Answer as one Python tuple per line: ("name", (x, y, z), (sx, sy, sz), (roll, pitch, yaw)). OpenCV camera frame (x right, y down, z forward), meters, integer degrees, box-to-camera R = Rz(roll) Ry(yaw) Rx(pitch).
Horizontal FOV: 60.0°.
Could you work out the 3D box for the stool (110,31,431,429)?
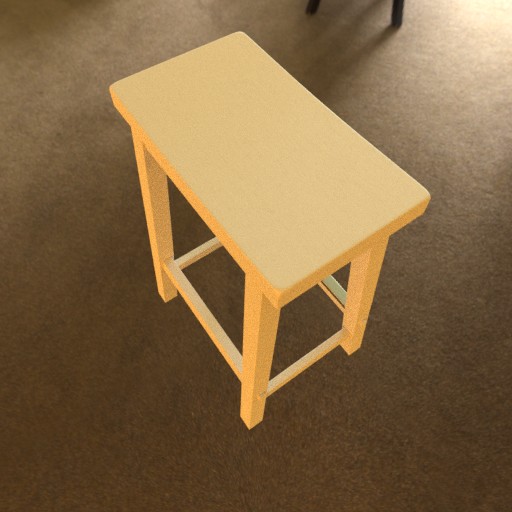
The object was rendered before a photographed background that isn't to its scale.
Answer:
("stool", (0.000, 0.000, 0.837), (0.322, 0.610, 0.406), (-31, 64, -17))
